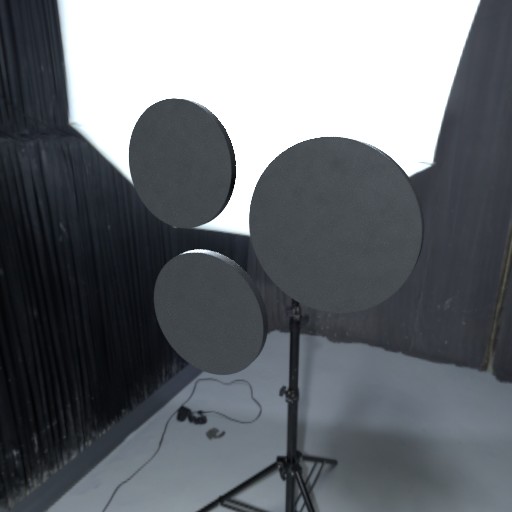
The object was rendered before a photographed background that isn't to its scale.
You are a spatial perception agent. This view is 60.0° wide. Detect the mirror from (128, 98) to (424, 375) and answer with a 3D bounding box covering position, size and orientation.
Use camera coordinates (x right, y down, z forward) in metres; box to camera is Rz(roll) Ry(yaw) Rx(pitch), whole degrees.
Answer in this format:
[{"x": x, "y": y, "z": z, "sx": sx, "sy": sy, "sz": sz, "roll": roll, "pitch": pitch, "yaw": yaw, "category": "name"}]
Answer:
[{"x": 0.000, "y": 0.000, "z": 3.098, "sx": 2.160, "sy": 2.096, "sz": 0.076, "roll": 10, "pitch": 20, "yaw": 27, "category": "mirror"}]
